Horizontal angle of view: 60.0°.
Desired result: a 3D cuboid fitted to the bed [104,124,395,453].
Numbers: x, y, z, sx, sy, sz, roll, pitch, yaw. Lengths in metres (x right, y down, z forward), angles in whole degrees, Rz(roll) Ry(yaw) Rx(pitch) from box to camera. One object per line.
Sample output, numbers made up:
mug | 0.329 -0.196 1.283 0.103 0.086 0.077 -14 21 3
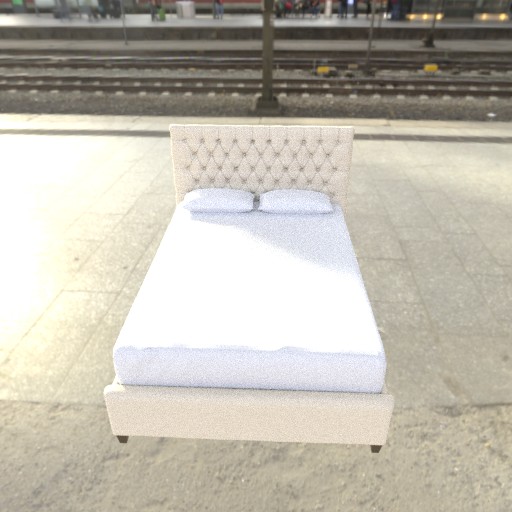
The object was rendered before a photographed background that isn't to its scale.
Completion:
bed | 0.000 0.000 3.414 1.698 1.427 2.387 1 30 2
